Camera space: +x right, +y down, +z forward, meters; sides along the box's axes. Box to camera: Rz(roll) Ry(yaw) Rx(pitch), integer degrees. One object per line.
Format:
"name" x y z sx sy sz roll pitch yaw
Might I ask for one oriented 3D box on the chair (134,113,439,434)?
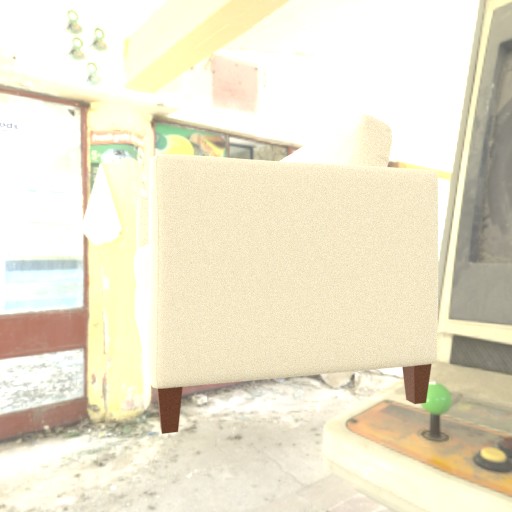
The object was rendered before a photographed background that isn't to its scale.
"chair" 0.000 0.000 1.673 0.878 0.885 1.019 0 1 -17
